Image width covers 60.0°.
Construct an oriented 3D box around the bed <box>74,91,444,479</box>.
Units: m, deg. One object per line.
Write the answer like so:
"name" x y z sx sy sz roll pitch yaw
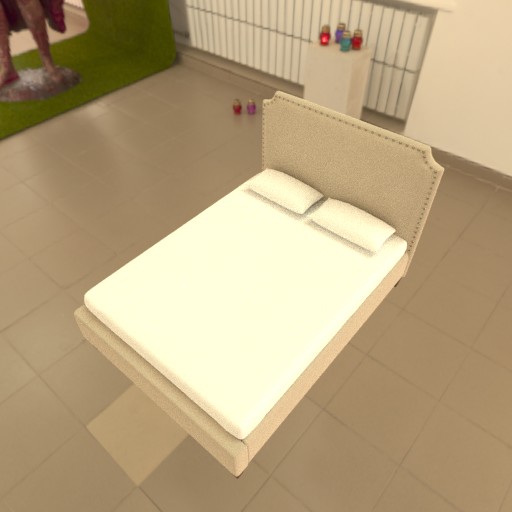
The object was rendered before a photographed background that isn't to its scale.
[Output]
"bed" 0.000 0.000 3.459 1.713 1.443 2.372 31 53 27
